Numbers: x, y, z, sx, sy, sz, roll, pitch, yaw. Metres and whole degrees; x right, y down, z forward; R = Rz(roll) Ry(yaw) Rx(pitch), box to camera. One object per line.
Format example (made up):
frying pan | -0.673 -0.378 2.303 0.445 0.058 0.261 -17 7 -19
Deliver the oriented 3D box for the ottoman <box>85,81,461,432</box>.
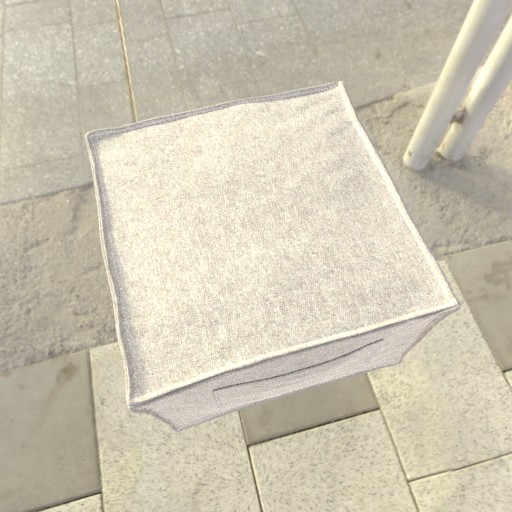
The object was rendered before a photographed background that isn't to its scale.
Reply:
ottoman | 0.000 0.000 1.164 0.707 0.470 0.696 -15 64 -8
